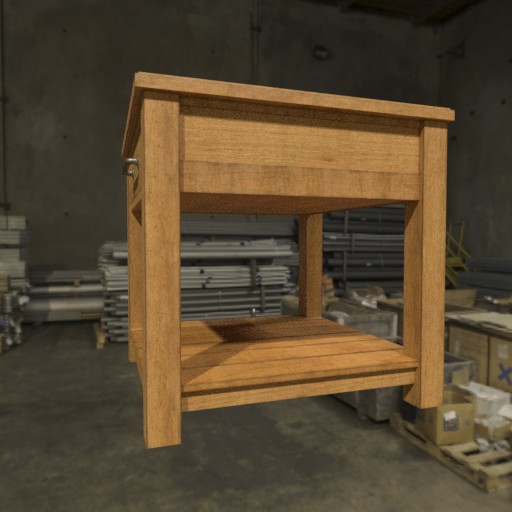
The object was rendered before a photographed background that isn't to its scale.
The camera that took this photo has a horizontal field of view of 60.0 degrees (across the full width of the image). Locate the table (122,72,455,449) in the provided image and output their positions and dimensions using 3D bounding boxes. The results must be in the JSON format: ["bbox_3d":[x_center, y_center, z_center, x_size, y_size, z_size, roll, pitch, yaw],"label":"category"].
[{"bbox_3d":[0.000,0.000,1.070,0.612,0.593,0.616,-1,2,-19],"label":"table"}]
